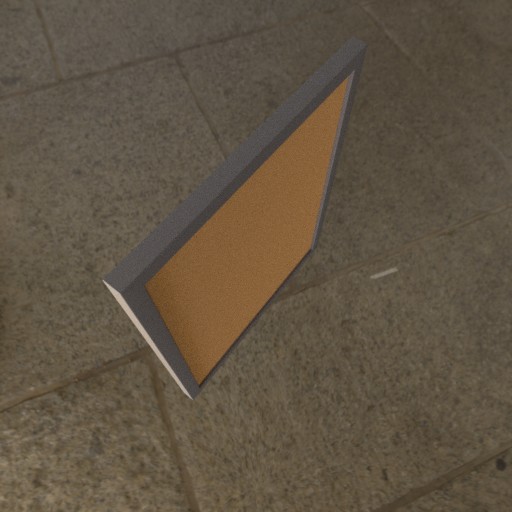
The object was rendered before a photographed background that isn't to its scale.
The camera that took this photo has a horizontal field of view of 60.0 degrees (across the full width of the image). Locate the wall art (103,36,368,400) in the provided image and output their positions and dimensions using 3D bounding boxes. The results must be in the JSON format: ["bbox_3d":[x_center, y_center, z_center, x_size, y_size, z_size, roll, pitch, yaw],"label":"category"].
[{"bbox_3d":[0.000,0.000,0.758,0.029,0.558,0.458,34,67,17],"label":"wall art"}]
